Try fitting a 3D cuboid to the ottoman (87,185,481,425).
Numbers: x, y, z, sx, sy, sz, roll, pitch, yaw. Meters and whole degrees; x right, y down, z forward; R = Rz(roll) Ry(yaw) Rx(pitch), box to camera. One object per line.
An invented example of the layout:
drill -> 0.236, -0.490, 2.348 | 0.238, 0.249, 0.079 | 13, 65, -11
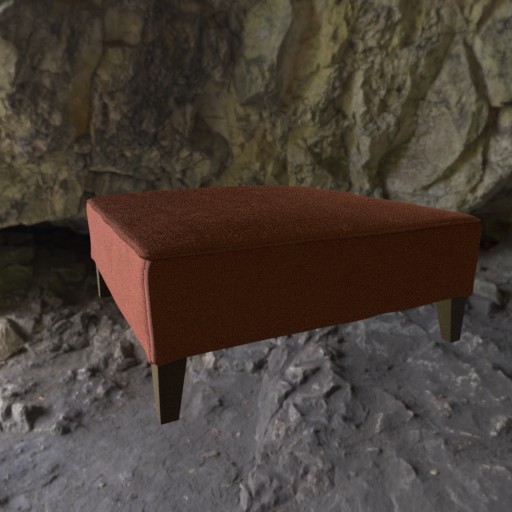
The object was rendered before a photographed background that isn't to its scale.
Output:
ottoman -> 0.000, 0.000, 1.535 | 0.997, 0.438, 0.999 | -7, 16, -26
